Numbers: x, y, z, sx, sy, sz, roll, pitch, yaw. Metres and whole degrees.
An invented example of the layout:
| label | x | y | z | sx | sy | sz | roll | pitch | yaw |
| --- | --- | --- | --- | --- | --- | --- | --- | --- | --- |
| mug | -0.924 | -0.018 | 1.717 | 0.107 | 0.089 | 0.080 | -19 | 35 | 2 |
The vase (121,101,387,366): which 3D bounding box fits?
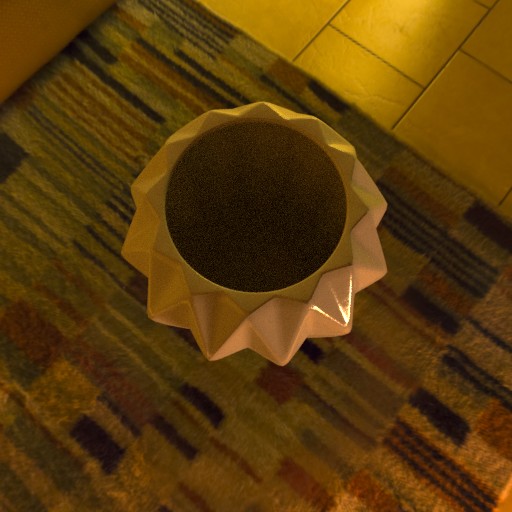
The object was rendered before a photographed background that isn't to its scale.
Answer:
| label | x | y | z | sx | sy | sz | roll | pitch | yaw |
| --- | --- | --- | --- | --- | --- | --- | --- | --- | --- |
| vase | 0.000 | 0.000 | 0.398 | 0.195 | 0.275 | 0.195 | 0 | 76 | 0 |
